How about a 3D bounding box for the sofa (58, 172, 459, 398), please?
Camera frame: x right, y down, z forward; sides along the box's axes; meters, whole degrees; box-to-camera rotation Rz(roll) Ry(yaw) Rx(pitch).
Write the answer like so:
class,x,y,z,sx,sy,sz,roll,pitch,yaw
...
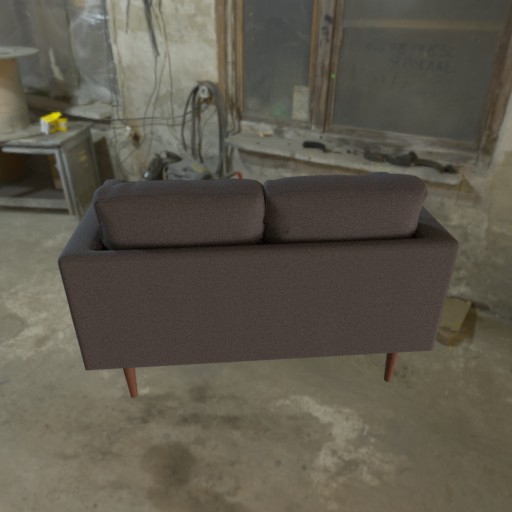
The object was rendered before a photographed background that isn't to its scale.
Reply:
class,x,y,z,sx,sy,sz,roll,pitch,yaw
sofa,0.000,0.000,2.000,1.430,0.908,0.796,-2,30,-4
